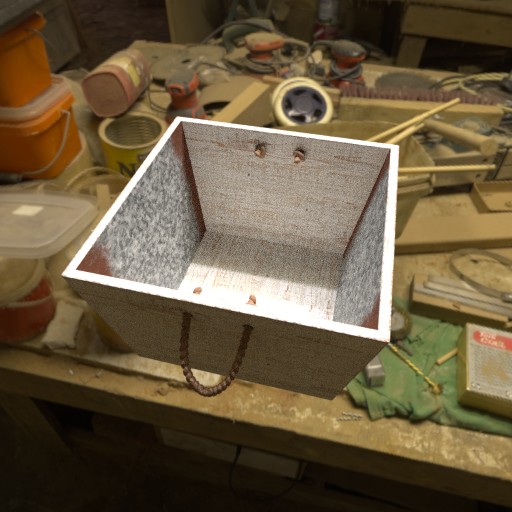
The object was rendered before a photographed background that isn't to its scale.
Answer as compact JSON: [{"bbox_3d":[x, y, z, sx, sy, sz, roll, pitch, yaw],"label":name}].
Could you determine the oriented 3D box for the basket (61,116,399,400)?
[{"bbox_3d":[0.000,0.000,0.760,0.413,0.247,0.545,10,47,10],"label":"basket"}]
